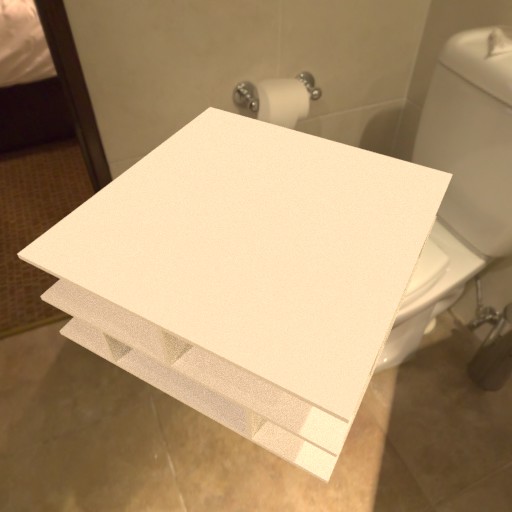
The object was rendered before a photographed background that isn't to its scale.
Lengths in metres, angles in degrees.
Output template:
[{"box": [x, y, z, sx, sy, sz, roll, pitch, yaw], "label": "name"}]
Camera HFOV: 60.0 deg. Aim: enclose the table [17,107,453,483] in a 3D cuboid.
[{"box": [0.000, 0.000, 1.081, 0.700, 0.289, 0.700, 22, 49, 20], "label": "table"}]
